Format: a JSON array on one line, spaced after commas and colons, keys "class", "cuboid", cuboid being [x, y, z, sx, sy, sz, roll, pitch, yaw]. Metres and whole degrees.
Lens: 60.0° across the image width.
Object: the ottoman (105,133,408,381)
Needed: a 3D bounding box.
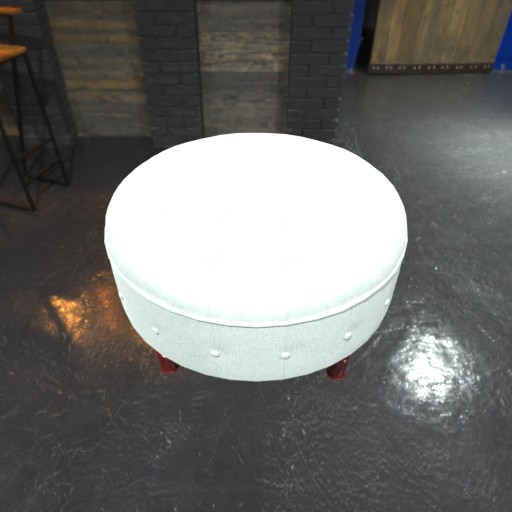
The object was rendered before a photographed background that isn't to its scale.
[{"class": "ottoman", "cuboid": [0.000, 0.000, 1.389, 0.850, 0.483, 0.850, 0, 41, 0]}]
